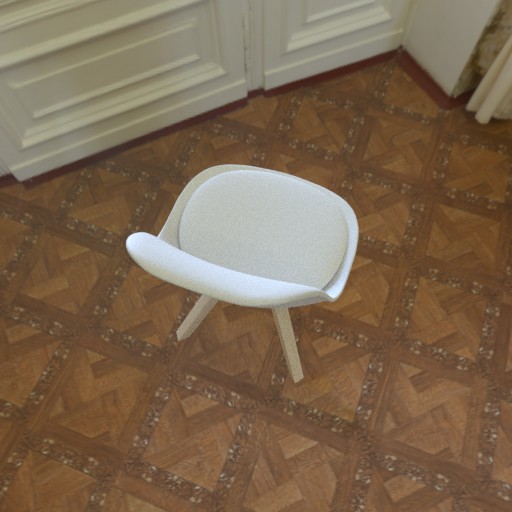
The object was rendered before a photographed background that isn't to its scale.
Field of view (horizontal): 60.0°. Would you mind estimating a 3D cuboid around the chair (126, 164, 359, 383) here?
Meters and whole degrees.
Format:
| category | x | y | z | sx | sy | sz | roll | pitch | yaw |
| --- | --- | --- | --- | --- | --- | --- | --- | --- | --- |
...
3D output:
| category | x | y | z | sx | sy | sz | roll | pitch | yaw |
| --- | --- | --- | --- | --- | --- | --- | --- | --- | --- |
| chair | 0.000 | 0.000 | 1.174 | 0.485 | 0.850 | 0.550 | 18 | 66 | 8 |
